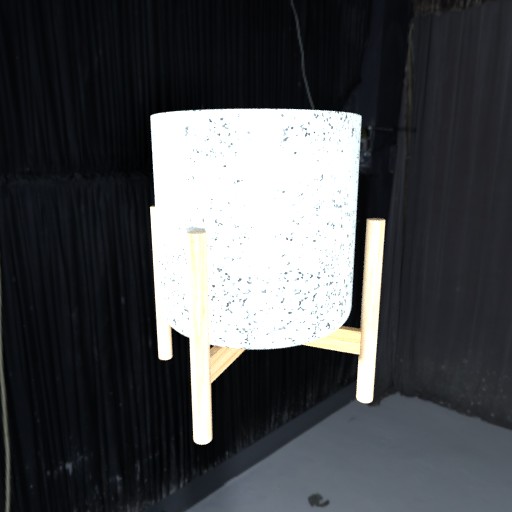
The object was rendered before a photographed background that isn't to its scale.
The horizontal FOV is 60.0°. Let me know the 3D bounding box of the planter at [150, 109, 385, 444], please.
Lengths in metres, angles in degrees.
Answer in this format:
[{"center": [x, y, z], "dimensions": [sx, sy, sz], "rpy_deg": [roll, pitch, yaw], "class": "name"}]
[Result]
[{"center": [0.000, 0.000, 0.702], "dimensions": [0.360, 0.419, 0.360], "rpy_deg": [-13, 19, -43], "class": "planter"}]
